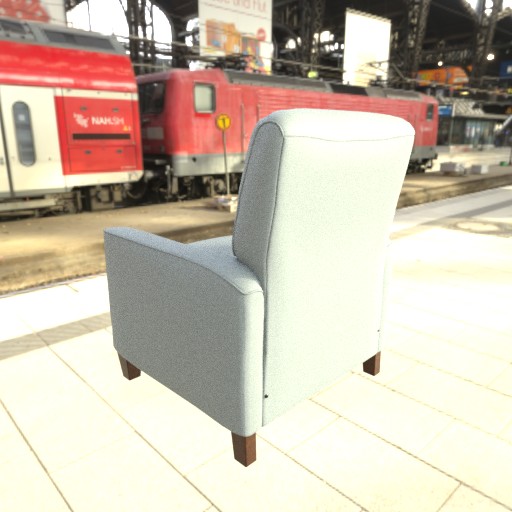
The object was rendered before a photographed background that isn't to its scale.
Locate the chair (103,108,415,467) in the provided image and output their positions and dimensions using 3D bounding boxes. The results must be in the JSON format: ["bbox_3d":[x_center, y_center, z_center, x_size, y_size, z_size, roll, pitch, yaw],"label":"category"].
[{"bbox_3d":[0.000,0.000,1.648,0.853,1.007,0.846,-15,21,-43],"label":"chair"}]
